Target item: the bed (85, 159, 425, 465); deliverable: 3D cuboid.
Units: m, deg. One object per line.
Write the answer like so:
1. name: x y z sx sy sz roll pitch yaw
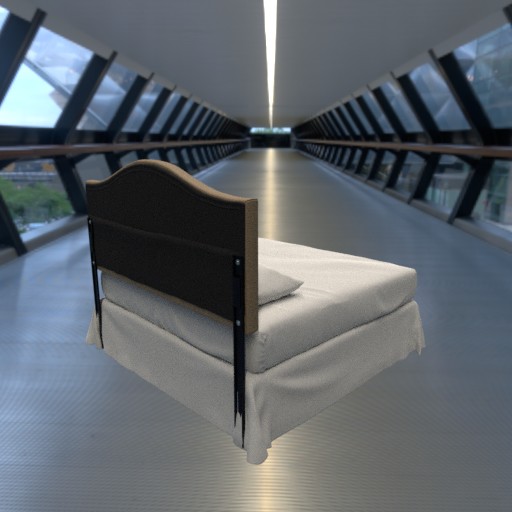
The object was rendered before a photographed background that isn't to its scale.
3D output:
1. bed: 0.000 0.000 3.803 2.222 1.651 2.311 -13 19 -42
